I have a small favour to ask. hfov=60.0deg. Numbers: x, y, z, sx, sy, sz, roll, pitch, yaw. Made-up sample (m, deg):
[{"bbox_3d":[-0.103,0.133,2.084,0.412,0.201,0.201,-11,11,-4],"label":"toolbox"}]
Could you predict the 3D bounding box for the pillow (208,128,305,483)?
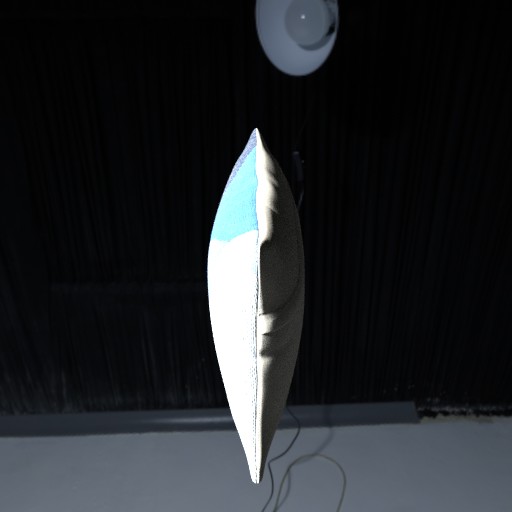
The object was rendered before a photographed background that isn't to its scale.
[{"bbox_3d":[0.000,0.000,0.722,0.148,0.307,0.604,0,27,0],"label":"pillow"}]
